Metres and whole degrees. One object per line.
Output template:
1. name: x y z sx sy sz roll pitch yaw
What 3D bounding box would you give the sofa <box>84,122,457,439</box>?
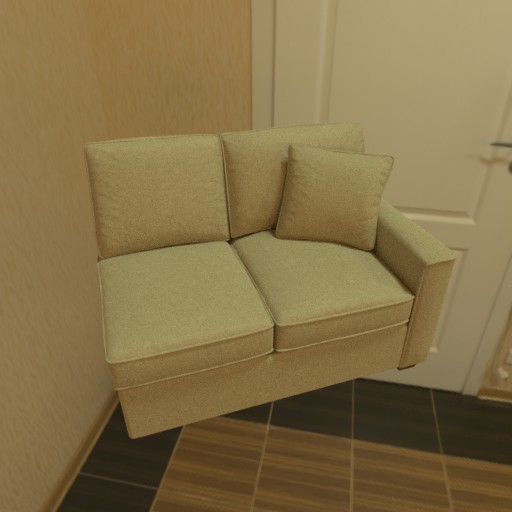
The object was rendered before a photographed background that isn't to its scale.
1. sofa: 0.000 0.000 2.031 1.388 0.989 0.991 -10 33 -15
